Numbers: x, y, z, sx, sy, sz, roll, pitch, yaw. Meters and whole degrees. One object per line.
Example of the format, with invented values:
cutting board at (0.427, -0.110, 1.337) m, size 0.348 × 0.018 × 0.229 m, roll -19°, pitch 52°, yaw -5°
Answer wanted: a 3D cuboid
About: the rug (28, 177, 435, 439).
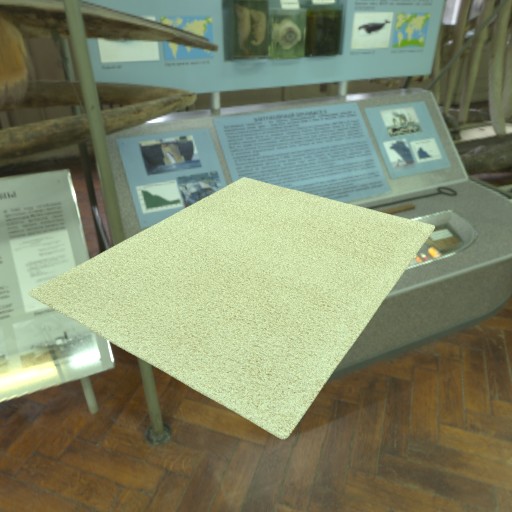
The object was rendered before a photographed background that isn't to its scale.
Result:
rug at (0.000, 0.000, 4.091) m, size 2.438 × 0.029 × 3.047 m, roll 19°, pitch 36°, yaw 28°
